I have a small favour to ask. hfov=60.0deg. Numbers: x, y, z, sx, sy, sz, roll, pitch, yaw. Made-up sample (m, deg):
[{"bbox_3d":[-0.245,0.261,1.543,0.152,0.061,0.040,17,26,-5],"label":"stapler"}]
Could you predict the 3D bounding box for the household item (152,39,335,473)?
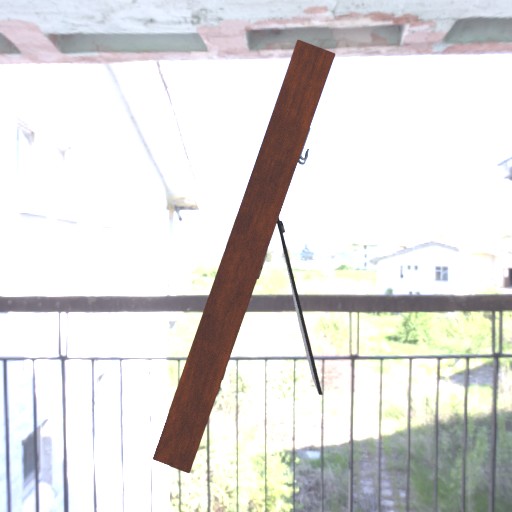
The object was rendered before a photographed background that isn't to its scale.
[{"bbox_3d":[0.000,0.000,0.288,0.096,0.204,0.160,0,1,1],"label":"household item"}]
